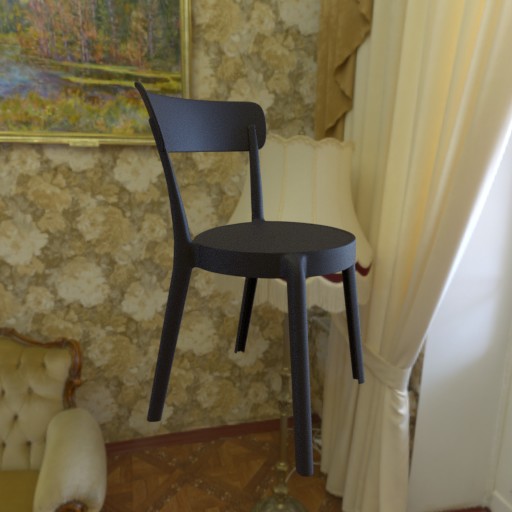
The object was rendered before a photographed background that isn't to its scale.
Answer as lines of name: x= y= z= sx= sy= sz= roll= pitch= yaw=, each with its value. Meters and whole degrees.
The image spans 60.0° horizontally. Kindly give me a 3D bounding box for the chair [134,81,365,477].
chair: x=0.000 y=0.000 z=1.117 sx=0.491 sy=0.790 sz=0.506 roll=7 pitch=16 yaw=27
